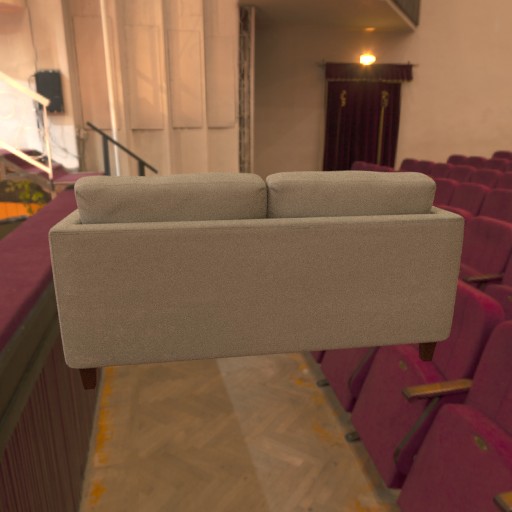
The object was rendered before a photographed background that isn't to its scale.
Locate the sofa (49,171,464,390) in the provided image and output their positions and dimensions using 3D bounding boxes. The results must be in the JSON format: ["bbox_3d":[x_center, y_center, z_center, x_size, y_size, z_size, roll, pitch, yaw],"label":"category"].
[{"bbox_3d":[0.000,0.000,2.449,1.884,0.963,0.950,-2,16,-8],"label":"sofa"}]
